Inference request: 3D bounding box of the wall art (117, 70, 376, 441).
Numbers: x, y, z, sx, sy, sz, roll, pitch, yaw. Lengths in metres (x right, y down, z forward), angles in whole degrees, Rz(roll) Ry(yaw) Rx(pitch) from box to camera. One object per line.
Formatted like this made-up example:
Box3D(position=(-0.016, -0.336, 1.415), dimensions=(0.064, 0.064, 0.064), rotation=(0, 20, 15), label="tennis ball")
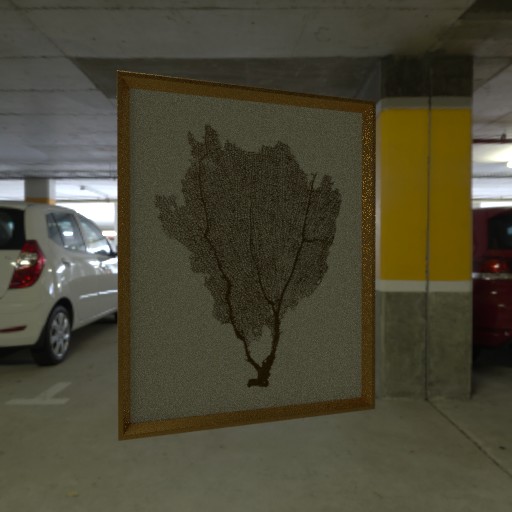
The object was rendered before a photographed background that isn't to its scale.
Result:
Box3D(position=(0.000, 0.000, 1.022), dimensions=(0.610, 0.762, 0.038), rotation=(0, 1, -18), label="wall art")
